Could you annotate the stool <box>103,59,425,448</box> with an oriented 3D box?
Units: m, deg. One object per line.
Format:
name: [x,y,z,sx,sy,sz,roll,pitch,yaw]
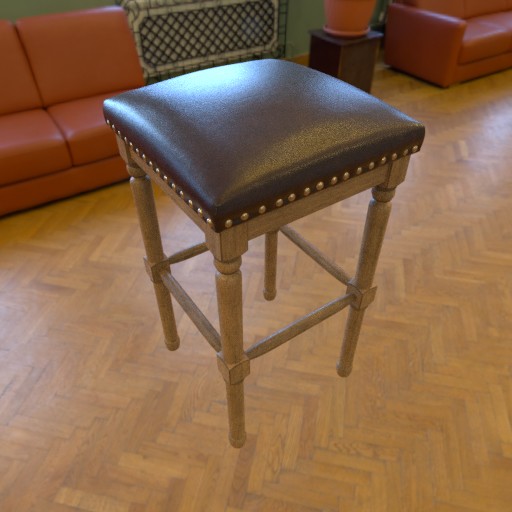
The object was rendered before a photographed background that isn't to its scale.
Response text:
stool: [0.000,0.000,0.911,0.382,0.702,0.383,-24,47,-25]
